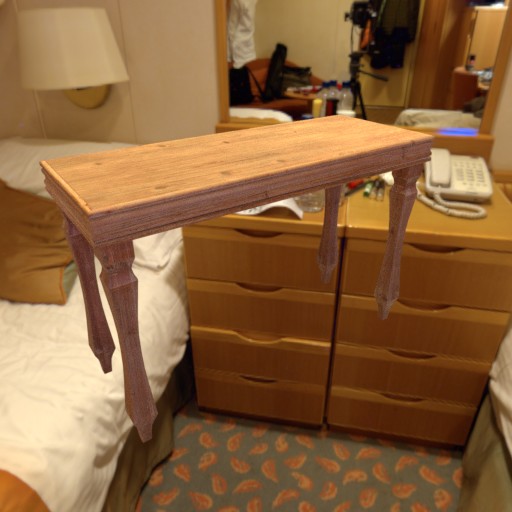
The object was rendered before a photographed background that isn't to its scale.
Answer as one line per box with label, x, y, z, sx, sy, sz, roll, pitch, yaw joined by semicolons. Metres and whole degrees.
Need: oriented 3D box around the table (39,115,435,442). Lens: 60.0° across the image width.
table;0.000;0.000;1.772;1.330;0.873;0.522;-18;33;-30
